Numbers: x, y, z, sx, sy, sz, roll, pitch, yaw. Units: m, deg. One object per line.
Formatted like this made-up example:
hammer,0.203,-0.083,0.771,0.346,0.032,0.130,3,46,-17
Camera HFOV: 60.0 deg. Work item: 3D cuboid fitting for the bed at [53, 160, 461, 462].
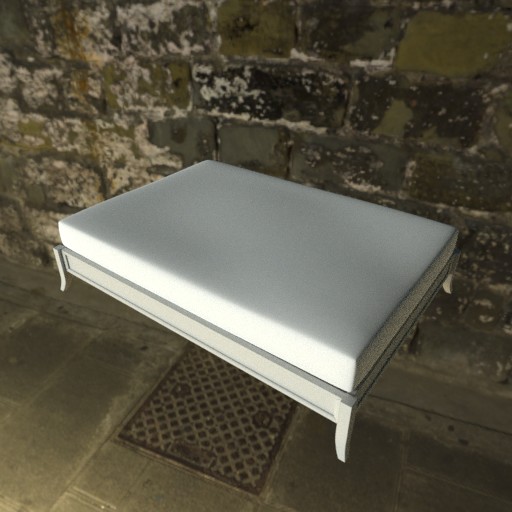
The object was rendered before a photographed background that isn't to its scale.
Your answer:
bed,0.000,0.000,2.653,1.985,0.510,1.460,21,37,31
